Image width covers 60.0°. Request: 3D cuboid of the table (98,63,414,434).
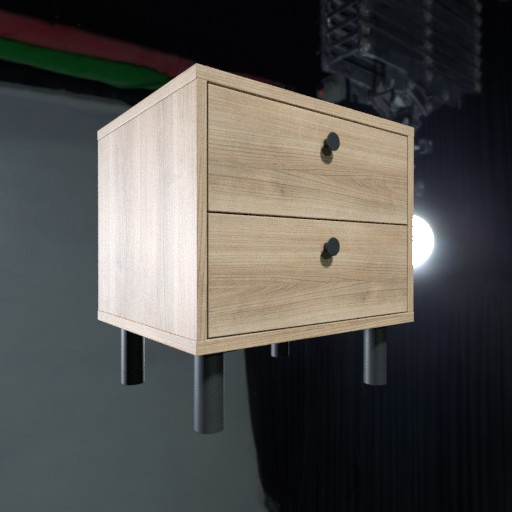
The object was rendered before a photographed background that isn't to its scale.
[{"bbox_3d":[0.000,0.000,0.801,0.445,0.460,0.380,0,0,-37],"label":"table"}]
